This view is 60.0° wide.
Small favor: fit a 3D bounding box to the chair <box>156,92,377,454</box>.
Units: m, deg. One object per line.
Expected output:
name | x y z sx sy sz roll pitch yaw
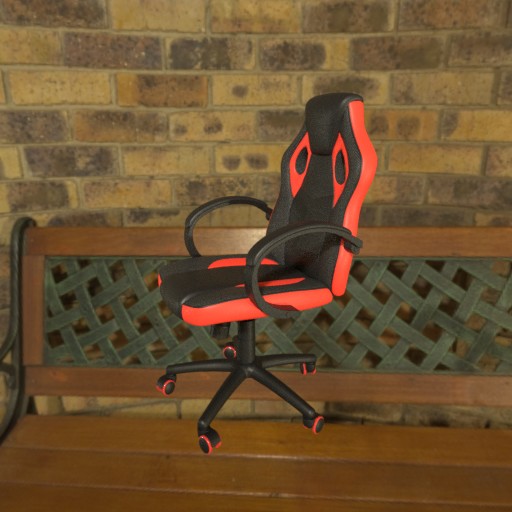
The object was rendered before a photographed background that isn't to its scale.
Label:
chair | 0.000 0.000 1.448 0.642 1.016 0.600 -8 19 -26
